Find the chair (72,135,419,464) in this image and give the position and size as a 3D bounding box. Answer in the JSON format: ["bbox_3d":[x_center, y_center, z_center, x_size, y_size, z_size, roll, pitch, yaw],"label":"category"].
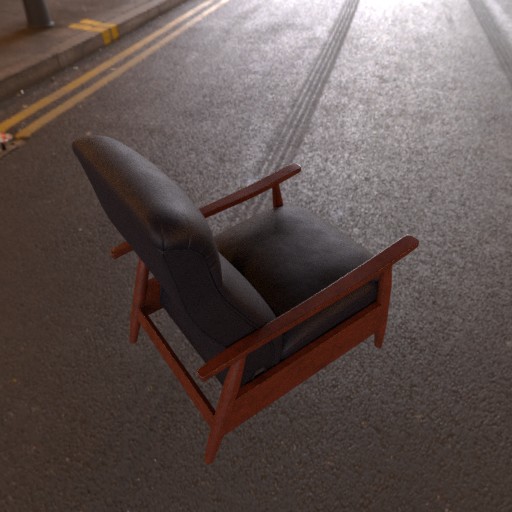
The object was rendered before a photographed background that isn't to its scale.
[{"bbox_3d":[0.000,0.000,1.762,1.014,1.082,0.762,-25,46,-26],"label":"chair"}]
